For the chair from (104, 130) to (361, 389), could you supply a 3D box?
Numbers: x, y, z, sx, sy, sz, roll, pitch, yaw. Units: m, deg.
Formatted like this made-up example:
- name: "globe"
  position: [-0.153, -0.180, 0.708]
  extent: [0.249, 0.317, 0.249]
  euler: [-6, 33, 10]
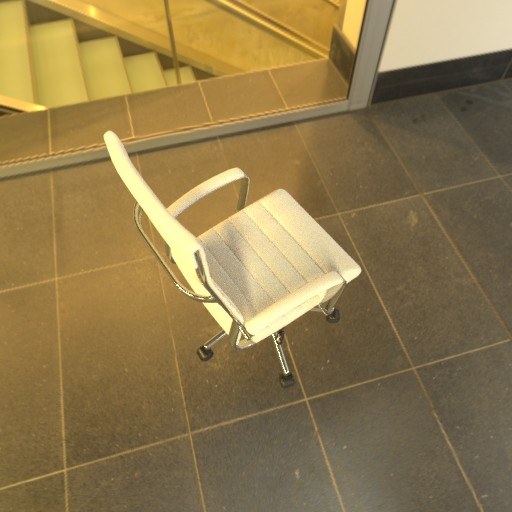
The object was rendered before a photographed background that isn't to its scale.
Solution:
- name: "chair"
  position: [0.000, 0.000, 1.579]
  extent: [0.679, 1.149, 0.679]
  euler: [-31, 62, -18]
